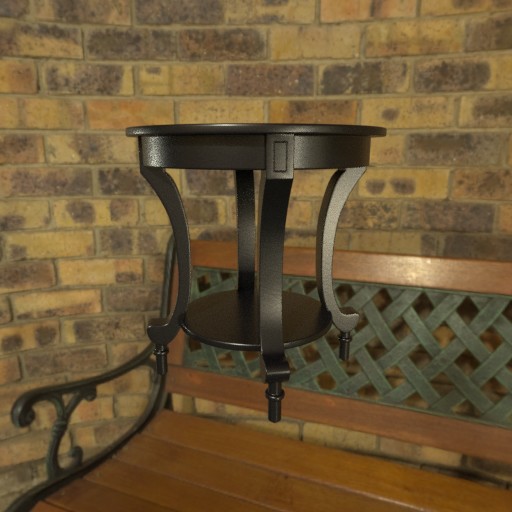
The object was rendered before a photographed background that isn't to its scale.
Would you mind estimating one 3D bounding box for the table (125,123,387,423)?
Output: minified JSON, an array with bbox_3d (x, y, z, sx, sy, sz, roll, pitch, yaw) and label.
[{"bbox_3d":[0.000,0.000,1.125,0.597,0.618,0.597,0,14,0],"label":"table"}]
